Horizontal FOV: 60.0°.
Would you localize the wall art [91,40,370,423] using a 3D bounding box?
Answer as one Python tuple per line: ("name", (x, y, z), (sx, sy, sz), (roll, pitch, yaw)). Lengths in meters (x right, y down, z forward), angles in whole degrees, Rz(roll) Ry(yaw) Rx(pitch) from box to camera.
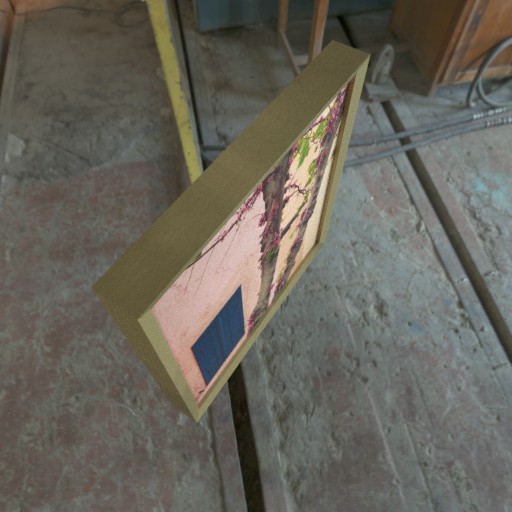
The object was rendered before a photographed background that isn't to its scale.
("wall art", (0.000, 0.000, 0.461), (0.038, 0.305, 0.304), (30, 63, 17))
